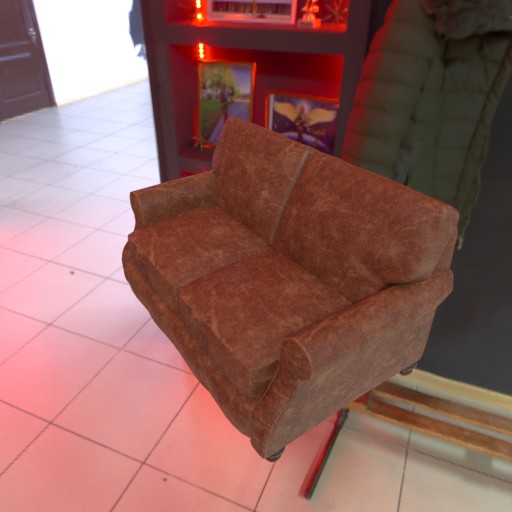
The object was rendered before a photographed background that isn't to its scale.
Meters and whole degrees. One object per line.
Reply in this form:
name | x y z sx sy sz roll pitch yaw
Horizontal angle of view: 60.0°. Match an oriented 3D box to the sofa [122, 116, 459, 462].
sofa | 0.000 0.000 2.190 0.990 0.967 1.616 -20 38 -29
